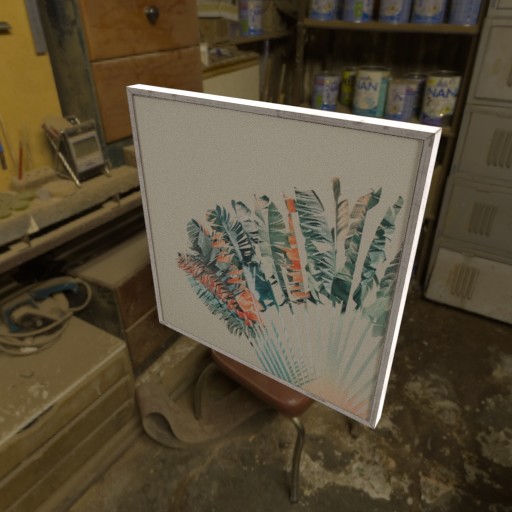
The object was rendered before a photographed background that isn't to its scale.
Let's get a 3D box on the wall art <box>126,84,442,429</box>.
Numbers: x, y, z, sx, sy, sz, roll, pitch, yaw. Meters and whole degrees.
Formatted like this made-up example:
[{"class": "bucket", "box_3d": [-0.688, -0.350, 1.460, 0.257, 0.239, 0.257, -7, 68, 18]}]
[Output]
[{"class": "wall art", "box_3d": [0.000, 0.000, 0.761, 0.508, 0.506, 0.029, 19, 36, 29]}]
